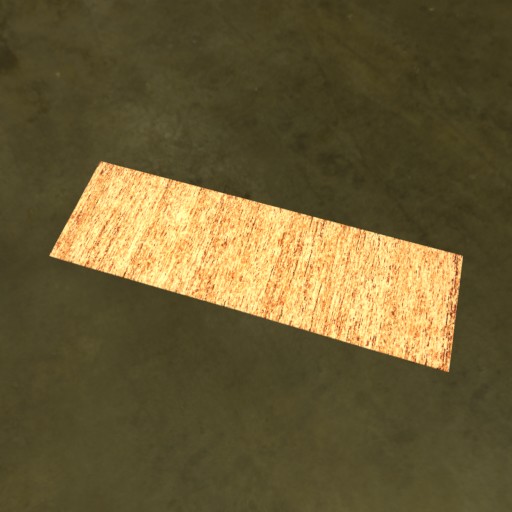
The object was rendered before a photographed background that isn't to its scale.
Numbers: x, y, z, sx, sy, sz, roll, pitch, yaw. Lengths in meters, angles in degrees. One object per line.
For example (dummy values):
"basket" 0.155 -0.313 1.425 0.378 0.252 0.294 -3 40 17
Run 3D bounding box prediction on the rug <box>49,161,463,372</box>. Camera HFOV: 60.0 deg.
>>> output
"rug" 0.000 0.000 2.505 2.237 0.014 0.680 15 67 7
